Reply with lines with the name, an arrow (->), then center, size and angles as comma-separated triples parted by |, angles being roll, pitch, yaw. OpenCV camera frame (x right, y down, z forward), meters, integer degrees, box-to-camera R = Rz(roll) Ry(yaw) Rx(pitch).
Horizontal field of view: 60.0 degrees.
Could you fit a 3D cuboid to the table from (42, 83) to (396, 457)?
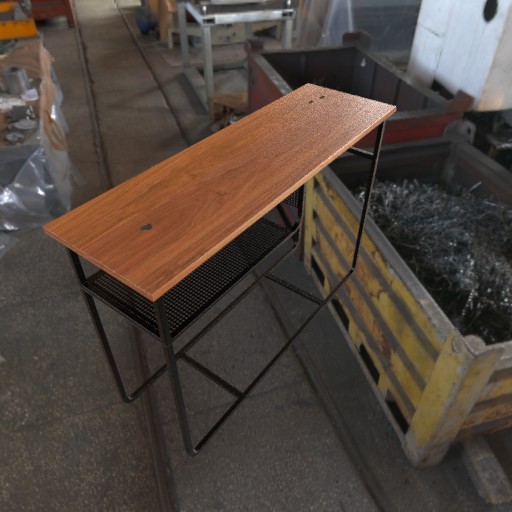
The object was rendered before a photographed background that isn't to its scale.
table -> 0.000, 0.000, 1.475 | 0.350, 0.750, 1.100 | 26, 47, 27
